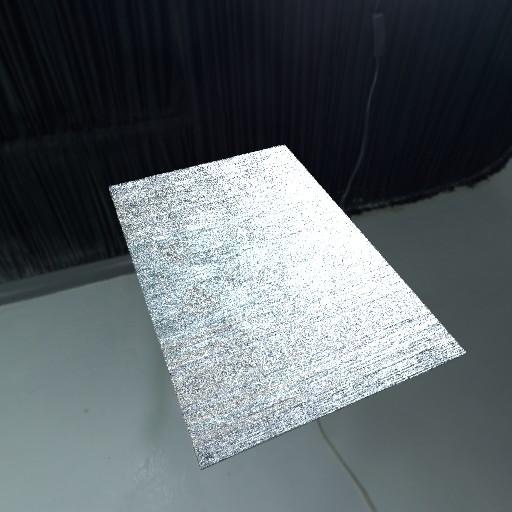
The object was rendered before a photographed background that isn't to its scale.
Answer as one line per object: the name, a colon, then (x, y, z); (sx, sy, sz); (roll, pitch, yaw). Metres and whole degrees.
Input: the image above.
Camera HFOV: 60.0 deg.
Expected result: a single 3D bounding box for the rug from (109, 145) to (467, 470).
rug: (0.000, 0.000, 2.338); (1.212, 0.010, 1.811); (-17, 48, -16)
